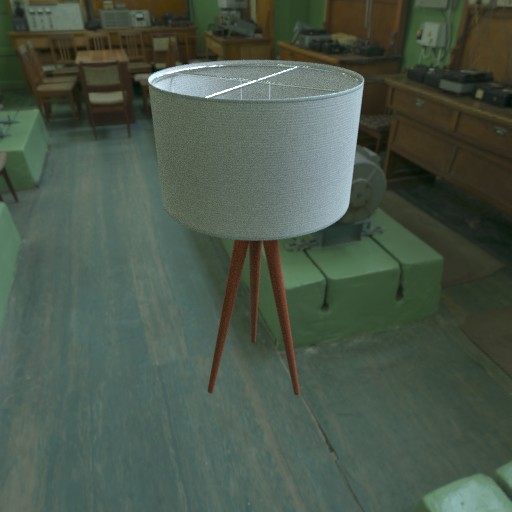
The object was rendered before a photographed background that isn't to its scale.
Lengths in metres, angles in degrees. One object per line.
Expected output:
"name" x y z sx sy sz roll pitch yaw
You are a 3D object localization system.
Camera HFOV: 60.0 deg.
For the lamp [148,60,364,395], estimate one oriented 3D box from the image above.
"lamp" 0.000 0.000 0.928 0.354 0.709 0.355 -11 33 -17
